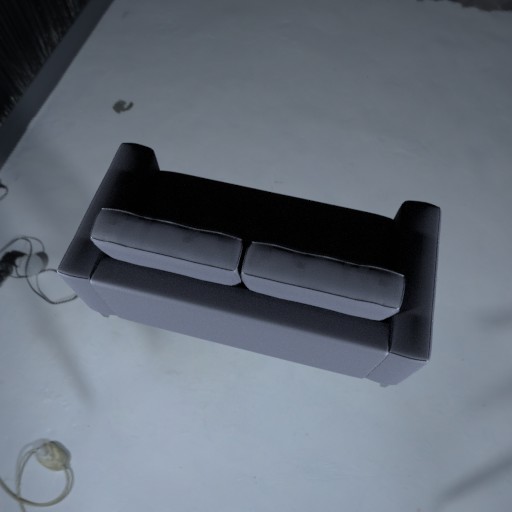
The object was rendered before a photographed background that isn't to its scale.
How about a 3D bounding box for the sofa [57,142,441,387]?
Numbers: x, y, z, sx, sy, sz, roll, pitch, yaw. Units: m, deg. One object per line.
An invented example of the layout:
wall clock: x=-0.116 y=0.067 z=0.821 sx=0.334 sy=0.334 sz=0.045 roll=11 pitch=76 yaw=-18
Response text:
sofa: x=0.000 y=0.000 z=2.272 sx=1.726 sy=0.893 sz=0.833 roll=13 pitch=64 yaw=6
